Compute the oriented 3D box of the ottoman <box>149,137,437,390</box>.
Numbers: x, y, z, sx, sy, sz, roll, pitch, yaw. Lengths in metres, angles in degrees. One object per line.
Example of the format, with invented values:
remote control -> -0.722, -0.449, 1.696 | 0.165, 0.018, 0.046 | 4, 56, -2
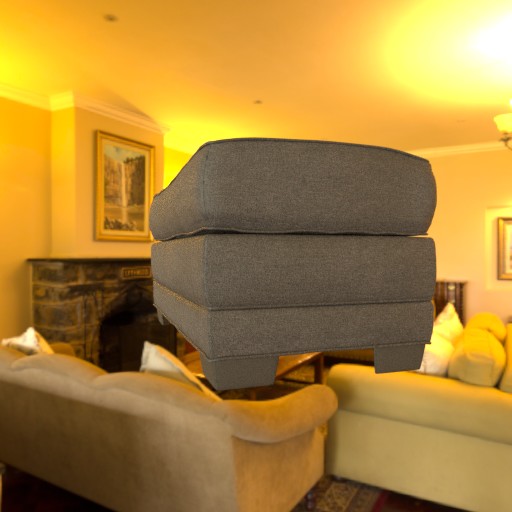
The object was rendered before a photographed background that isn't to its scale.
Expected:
ottoman -> 0.000, 0.000, 1.186 | 0.490, 0.448, 0.864 | 0, 1, -19
